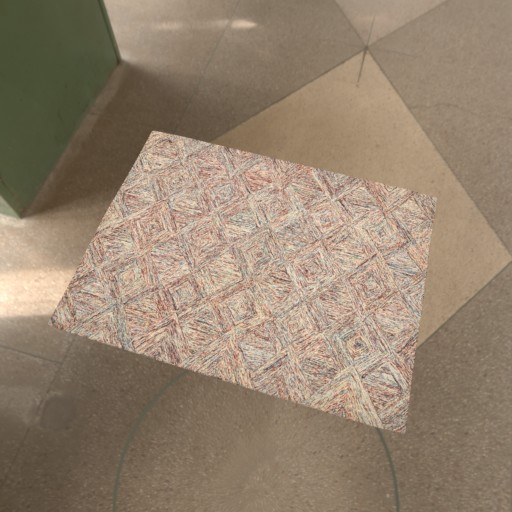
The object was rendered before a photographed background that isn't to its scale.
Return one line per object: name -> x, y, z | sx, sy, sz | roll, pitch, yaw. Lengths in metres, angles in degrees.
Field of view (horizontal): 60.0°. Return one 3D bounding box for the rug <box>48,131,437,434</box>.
rug -> 0.000, 0.000, 4.303 | 3.226, 0.024, 2.436 | 15, 63, 8
